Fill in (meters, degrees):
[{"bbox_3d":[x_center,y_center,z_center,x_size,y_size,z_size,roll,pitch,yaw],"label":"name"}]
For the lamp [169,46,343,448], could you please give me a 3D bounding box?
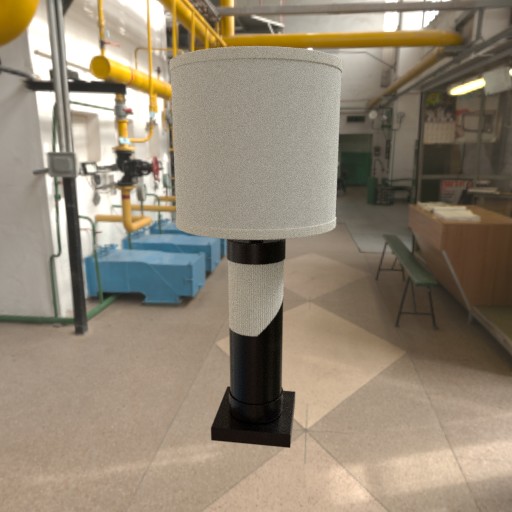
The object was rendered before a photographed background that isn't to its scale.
[{"bbox_3d":[0.000,0.000,0.604,0.211,0.509,0.211,2,14,8],"label":"lamp"}]
